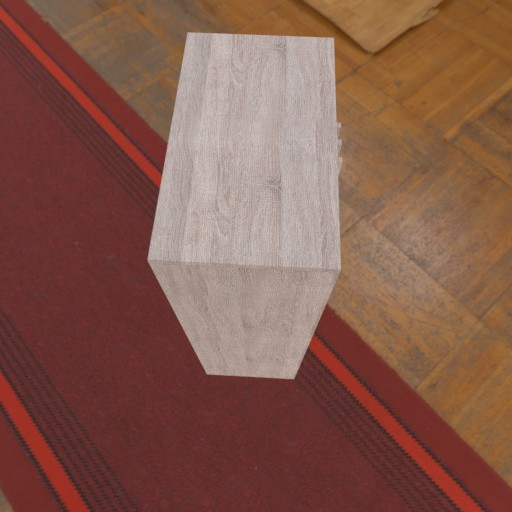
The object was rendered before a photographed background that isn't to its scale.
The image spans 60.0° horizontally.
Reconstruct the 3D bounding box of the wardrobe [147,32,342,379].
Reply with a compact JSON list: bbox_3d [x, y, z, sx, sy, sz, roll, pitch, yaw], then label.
[{"bbox_3d":[0.000,0.000,2.421,0.600,1.960,1.000,3,64,1],"label":"wardrobe"}]
